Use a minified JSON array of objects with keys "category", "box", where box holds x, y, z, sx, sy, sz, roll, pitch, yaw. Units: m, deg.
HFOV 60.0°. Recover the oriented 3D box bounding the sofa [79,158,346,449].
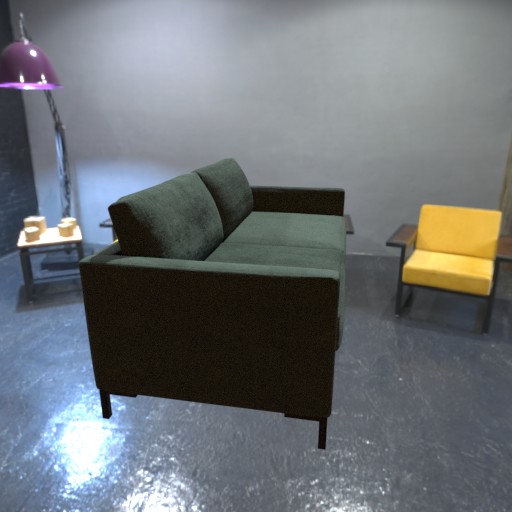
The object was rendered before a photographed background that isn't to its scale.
[{"category":"sofa","box":[0.000,0.000,2.197,0.875,0.817,1.676,4,18,11]}]
